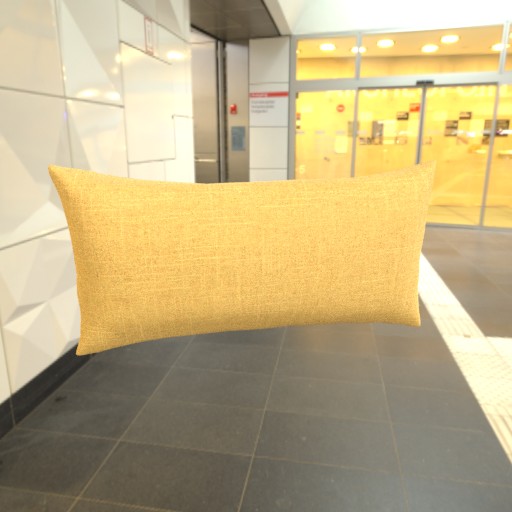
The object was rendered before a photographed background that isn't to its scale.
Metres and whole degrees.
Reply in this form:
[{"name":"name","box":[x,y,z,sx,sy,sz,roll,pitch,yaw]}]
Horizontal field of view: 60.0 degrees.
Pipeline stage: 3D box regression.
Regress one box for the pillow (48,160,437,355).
[{"name":"pillow","box":[0.000,0.000,1.029,0.859,0.429,0.197,-2,15,-9]}]
